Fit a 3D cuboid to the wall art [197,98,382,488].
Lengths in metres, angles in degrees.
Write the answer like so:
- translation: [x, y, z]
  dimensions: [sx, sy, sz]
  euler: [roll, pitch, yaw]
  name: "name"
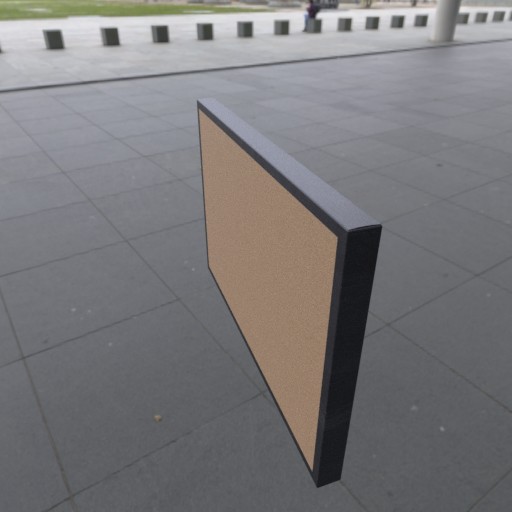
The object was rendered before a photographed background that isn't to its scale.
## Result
- translation: [0.000, 0.000, 0.766]
  dimensions: [0.038, 0.409, 0.610]
  euler: [-11, 33, -17]
  name: "wall art"
